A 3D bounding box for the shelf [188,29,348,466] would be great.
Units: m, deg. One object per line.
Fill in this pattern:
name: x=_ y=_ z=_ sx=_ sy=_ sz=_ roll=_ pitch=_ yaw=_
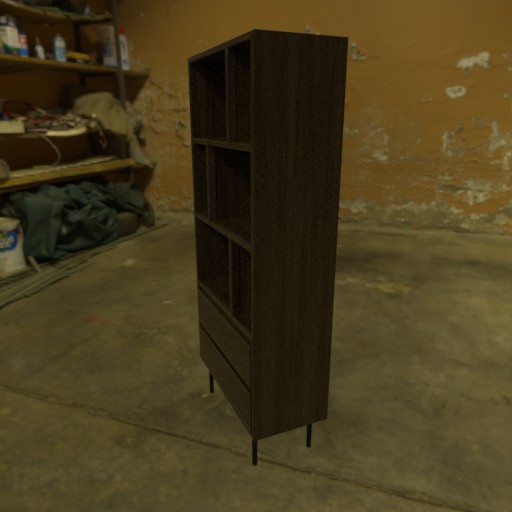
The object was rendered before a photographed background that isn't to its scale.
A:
shelf: x=0.000 y=0.000 z=1.809 sx=0.323 sy=1.545 sz=0.670 roll=-7 pitch=19 yaw=-23
